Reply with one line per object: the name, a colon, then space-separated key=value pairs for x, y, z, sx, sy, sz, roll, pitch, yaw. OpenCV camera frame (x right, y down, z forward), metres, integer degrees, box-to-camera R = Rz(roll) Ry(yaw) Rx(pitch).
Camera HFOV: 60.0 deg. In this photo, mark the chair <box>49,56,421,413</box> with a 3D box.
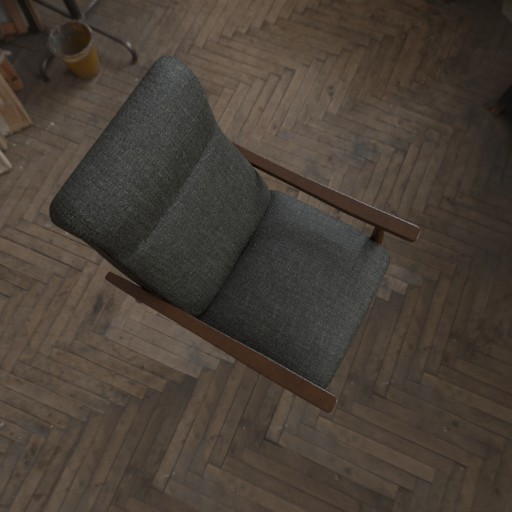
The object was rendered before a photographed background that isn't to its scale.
chair: x=0.000 y=0.000 z=1.734 sx=1.014 sy=1.082 sz=0.762 roll=29 pitch=76 yaw=8
